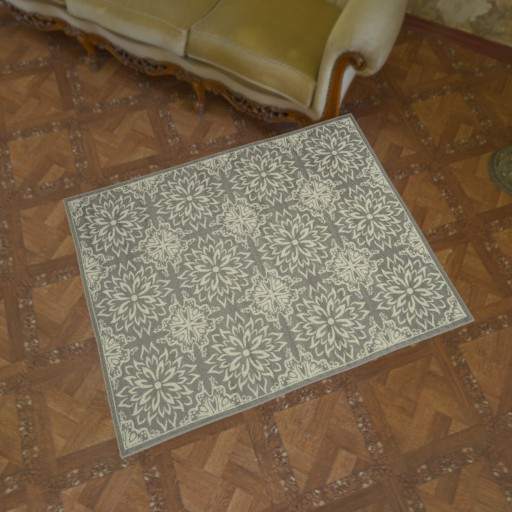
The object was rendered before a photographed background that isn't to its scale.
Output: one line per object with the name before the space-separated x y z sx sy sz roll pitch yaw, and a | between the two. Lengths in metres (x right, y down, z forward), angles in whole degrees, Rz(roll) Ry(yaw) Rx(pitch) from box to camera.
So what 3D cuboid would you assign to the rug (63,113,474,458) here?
rug | 0.000 0.000 3.909 2.980 0.012 2.363 -19 67 -8
